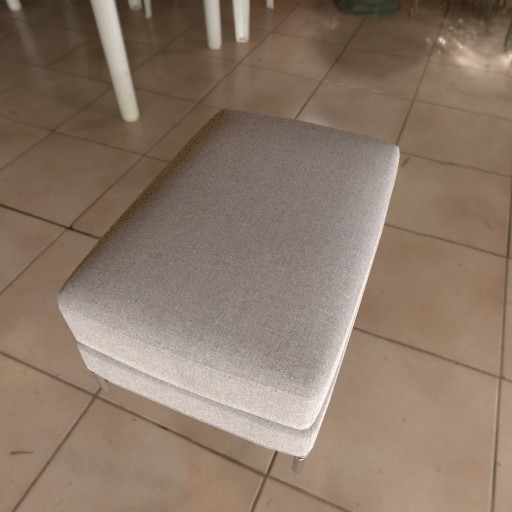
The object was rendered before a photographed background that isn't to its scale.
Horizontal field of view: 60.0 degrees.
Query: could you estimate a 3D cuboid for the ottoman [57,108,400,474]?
[{"bbox_3d":[0.000,0.000,1.181,0.584,0.457,0.838,17,50,15],"label":"ottoman"}]
